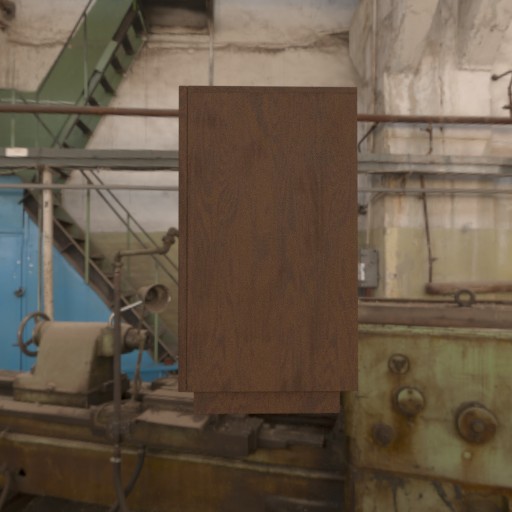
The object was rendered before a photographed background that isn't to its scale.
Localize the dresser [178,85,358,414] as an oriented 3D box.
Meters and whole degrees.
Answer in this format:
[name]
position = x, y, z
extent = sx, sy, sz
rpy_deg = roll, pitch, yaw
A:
[dresser]
position = 0.000, 0.000, 1.940
extent = 0.512, 0.889, 1.523
rpy_deg = 0, -1, -1
